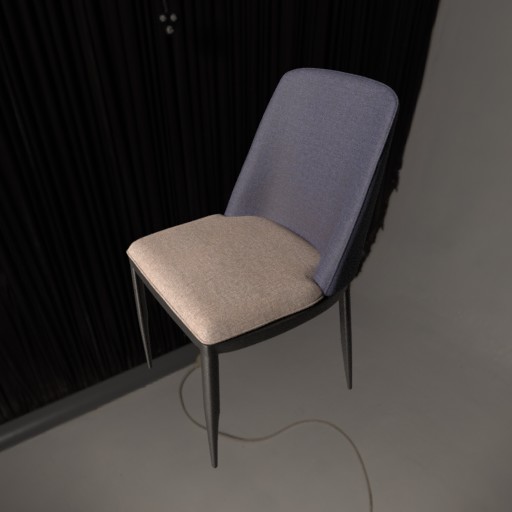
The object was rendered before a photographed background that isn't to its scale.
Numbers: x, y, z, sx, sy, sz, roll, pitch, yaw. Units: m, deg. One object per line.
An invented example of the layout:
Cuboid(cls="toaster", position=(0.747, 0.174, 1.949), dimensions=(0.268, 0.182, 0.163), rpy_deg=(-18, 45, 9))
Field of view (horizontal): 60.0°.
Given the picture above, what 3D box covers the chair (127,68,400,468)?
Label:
Cuboid(cls="chair", position=(0.000, 0.000, 1.147), dimensions=(0.551, 0.839, 0.480), rpy_deg=(-20, 37, -29))
